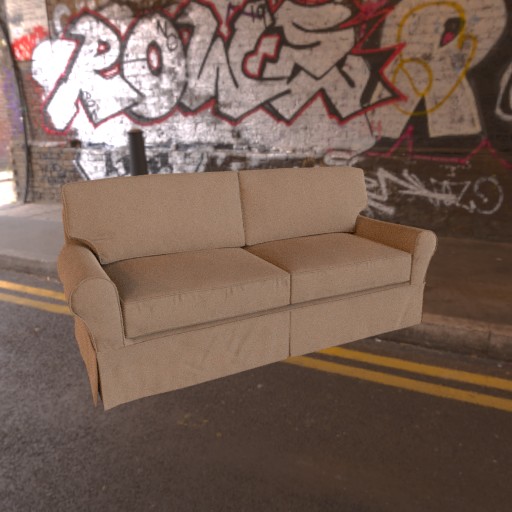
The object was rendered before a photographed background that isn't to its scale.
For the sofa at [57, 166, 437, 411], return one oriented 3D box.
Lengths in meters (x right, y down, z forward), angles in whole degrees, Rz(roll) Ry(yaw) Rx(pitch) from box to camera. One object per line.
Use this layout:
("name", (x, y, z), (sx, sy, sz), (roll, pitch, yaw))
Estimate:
("sofa", (0.000, 0.000, 2.760), (2.246, 1.014, 0.900), (-8, 18, -26))
